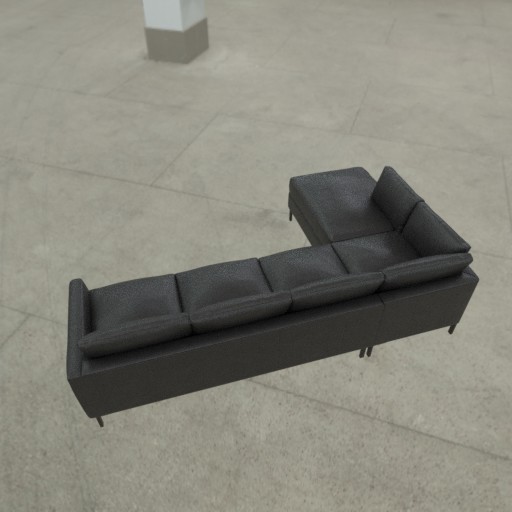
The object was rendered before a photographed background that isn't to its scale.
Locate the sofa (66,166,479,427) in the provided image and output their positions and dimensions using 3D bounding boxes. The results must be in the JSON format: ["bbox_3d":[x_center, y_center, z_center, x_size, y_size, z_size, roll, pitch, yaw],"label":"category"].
[{"bbox_3d":[0.000,0.000,3.807,2.984,0.877,1.938,-11,43,-12],"label":"sofa"}]
